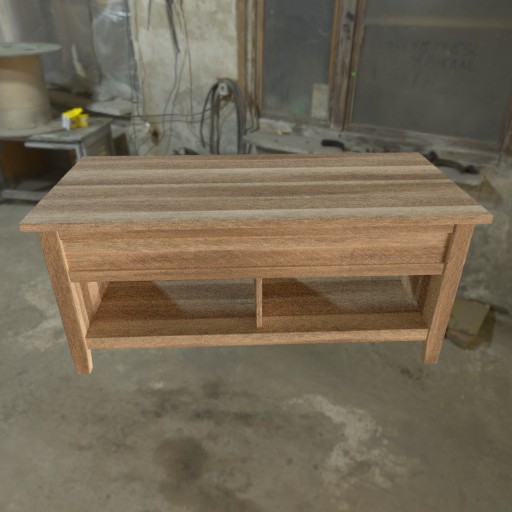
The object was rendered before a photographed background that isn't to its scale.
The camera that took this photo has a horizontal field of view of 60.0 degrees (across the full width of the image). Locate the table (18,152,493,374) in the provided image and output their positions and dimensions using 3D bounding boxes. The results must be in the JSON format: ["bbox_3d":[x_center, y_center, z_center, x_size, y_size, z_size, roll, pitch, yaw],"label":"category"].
[{"bbox_3d":[0.000,0.000,1.353,1.095,0.480,0.493,-1,30,-2],"label":"table"}]
